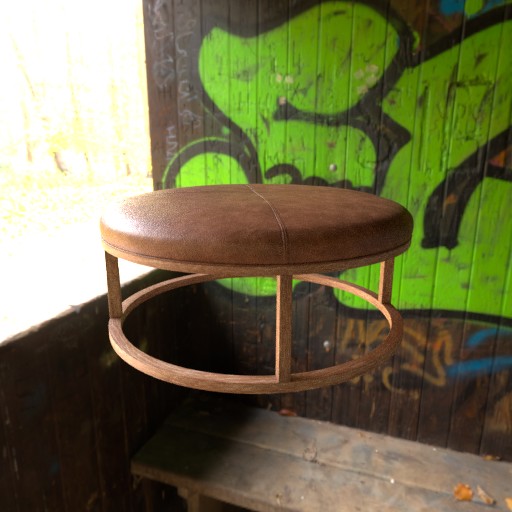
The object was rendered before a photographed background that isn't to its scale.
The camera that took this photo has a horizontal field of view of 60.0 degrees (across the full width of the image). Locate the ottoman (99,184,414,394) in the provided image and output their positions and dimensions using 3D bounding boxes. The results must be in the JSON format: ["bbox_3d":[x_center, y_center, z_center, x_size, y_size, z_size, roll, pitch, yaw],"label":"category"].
[{"bbox_3d":[0.000,0.000,1.523,1.006,0.445,1.006,0,15,0],"label":"ottoman"}]
